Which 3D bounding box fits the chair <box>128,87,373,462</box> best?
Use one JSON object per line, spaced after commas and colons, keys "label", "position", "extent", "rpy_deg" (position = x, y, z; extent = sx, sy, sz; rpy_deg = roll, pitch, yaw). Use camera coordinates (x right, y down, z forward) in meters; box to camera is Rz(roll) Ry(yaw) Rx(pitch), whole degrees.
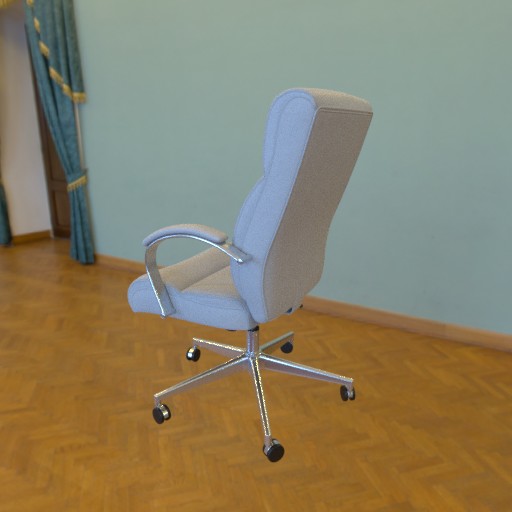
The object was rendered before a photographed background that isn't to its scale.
{"label": "chair", "position": [0.000, 0.000, 1.604], "extent": [0.745, 1.099, 0.727], "rpy_deg": [9, 18, 27]}
